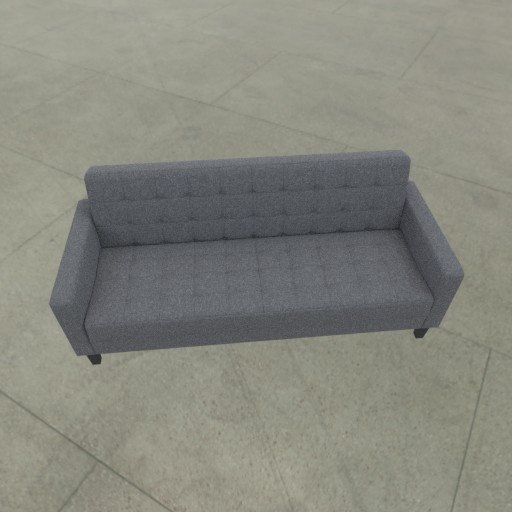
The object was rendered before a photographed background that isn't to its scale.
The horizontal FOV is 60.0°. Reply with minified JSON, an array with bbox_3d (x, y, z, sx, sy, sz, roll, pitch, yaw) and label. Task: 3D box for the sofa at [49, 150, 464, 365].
[{"bbox_3d":[0.000,0.000,2.513,2.040,0.850,0.810,-4,46,-4],"label":"sofa"}]
